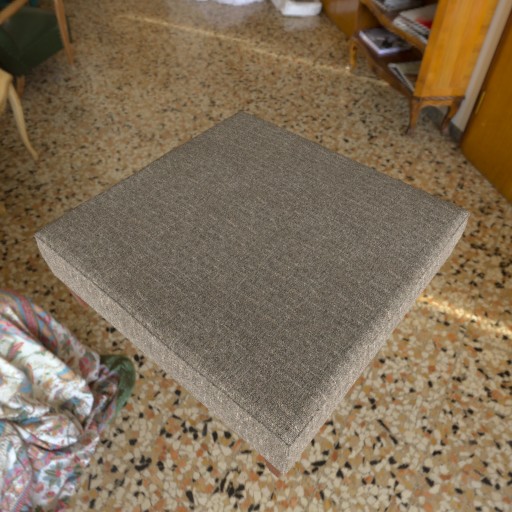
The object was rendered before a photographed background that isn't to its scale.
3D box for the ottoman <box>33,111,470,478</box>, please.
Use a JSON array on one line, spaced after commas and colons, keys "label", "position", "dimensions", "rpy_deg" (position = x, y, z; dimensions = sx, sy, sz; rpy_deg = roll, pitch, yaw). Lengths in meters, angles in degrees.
[{"label": "ottoman", "position": [0.000, 0.000, 1.498], "dimensions": [1.016, 0.379, 0.981], "rpy_deg": [32, 55, 26]}]
